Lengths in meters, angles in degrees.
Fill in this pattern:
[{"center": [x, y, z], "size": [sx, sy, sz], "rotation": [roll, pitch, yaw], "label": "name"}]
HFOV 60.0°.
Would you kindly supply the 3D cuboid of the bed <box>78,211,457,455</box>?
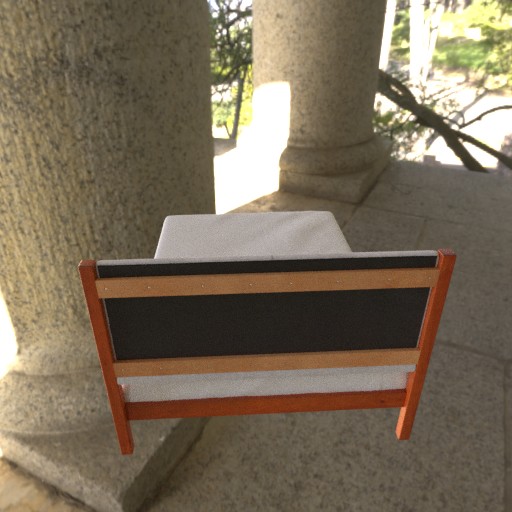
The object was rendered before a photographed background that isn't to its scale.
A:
[{"center": [0.000, 0.000, 3.011], "size": [1.566, 1.165, 2.117], "rotation": [-2, 30, -3], "label": "bed"}]
